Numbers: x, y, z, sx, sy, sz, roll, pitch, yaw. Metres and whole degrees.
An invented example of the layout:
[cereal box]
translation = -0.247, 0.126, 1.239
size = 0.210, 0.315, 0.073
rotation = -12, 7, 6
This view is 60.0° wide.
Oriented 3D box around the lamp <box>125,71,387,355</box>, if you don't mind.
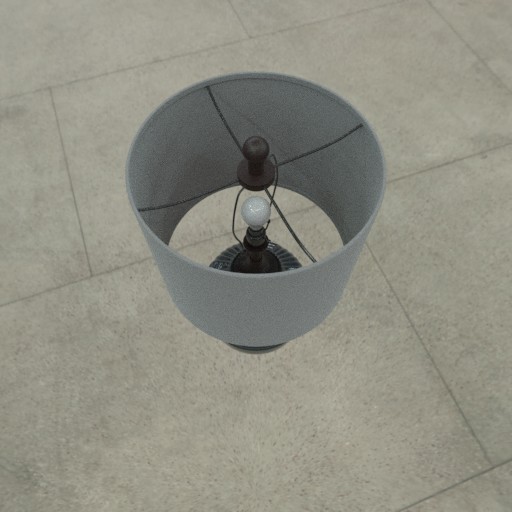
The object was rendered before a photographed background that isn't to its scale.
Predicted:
[lamp]
translation = 0.000, 0.000, 0.761
size = 0.318, 0.567, 0.318
rotation = 0, 62, 0
